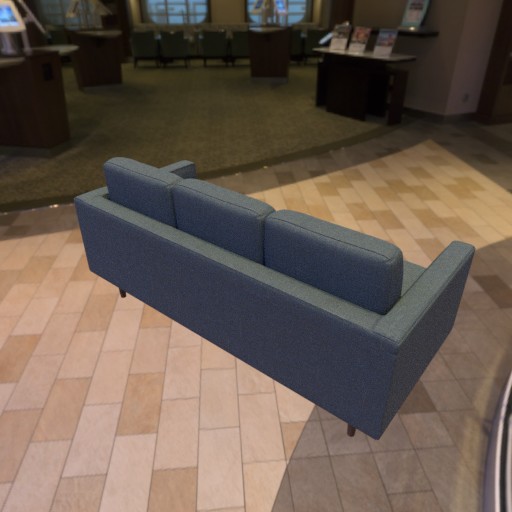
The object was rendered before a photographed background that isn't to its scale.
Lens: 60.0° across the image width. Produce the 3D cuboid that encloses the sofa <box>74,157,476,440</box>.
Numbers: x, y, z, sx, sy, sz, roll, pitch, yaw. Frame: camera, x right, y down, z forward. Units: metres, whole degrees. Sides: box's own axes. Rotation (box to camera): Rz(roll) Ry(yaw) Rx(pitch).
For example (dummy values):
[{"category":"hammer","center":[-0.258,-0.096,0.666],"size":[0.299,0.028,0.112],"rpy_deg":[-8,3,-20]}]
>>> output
[{"category":"sofa","center":[0.000,0.000,2.482],"size":[2.013,0.945,0.935],"rpy_deg":[22,37,33]}]
